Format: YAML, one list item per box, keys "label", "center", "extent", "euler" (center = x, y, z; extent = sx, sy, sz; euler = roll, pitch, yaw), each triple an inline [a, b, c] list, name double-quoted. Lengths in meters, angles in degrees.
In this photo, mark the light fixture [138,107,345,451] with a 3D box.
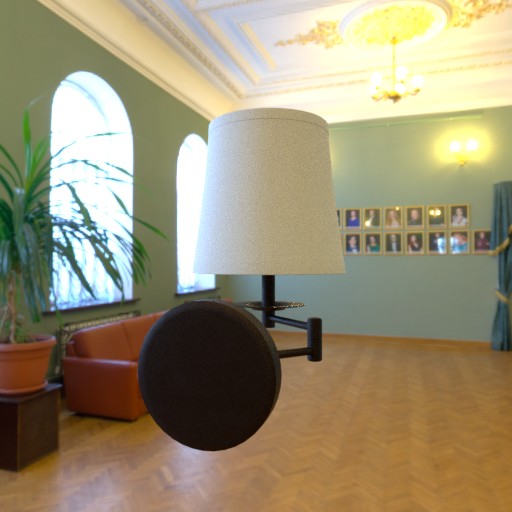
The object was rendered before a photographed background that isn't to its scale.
- label: "light fixture"
  center: [0.000, 0.000, 0.268]
  extent: [0.100, 0.172, 0.157]
  euler: [0, -1, 17]
